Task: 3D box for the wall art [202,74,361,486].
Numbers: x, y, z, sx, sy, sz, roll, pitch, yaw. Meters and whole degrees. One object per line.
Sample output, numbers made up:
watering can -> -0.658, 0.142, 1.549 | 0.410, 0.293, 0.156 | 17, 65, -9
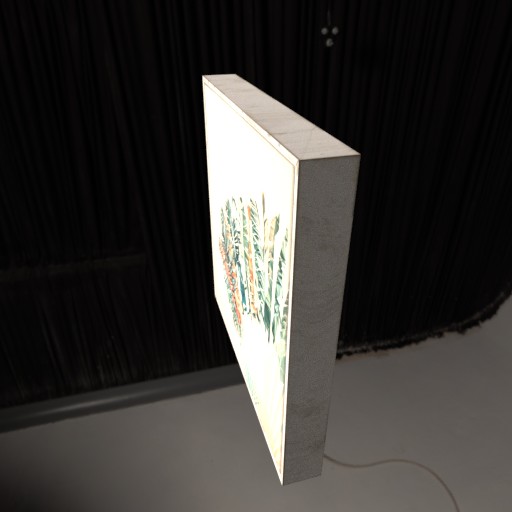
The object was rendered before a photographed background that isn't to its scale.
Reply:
wall art -> 0.000, 0.000, 0.453 | 0.038, 0.303, 0.305 | -8, 32, -14
